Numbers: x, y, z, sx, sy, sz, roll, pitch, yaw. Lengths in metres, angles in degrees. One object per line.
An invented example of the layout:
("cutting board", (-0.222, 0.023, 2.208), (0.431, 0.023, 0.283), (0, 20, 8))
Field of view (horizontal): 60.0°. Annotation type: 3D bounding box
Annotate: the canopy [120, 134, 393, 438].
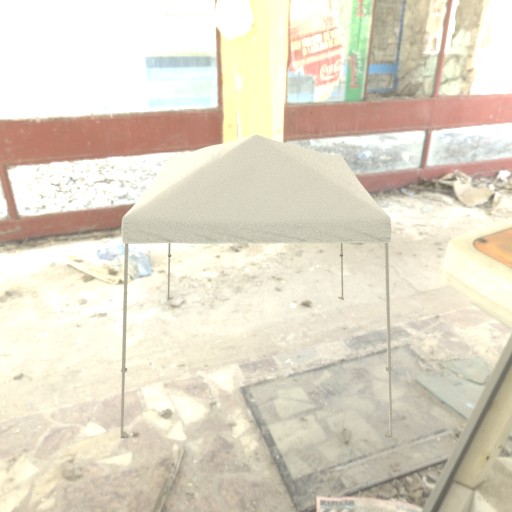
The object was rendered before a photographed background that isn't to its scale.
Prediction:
("canopy", (0.000, 0.000, 6.697), (3.599, 3.600, 3.600), (0, 25, 0))
